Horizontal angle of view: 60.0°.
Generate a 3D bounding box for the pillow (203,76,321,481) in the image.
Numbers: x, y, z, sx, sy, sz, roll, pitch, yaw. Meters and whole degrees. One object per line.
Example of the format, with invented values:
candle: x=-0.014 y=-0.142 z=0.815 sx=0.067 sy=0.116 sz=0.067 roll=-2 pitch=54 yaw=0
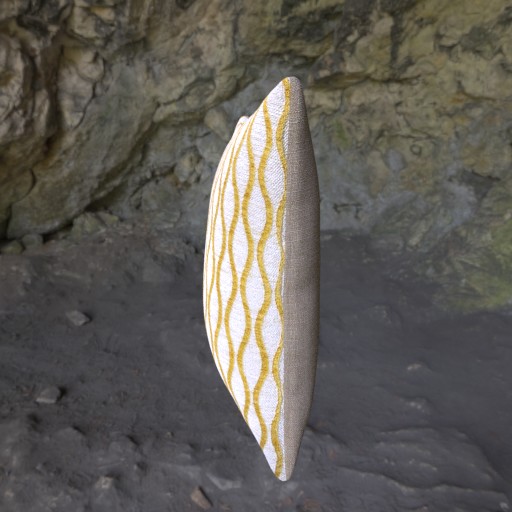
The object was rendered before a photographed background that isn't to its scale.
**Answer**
pillow: x=0.000 y=0.000 z=0.658 sx=0.159 sy=0.436 sz=0.429 roll=-2 pitch=13 yaw=-8
